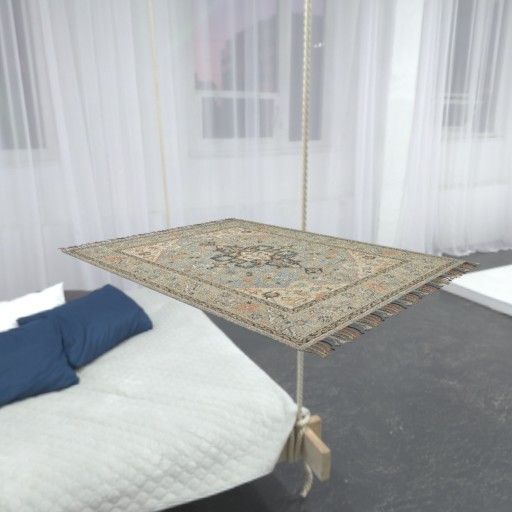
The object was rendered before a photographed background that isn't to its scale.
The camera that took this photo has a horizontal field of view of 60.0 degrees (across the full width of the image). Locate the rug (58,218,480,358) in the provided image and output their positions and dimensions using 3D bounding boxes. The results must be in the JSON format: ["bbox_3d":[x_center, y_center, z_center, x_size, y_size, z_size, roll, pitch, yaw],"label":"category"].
[{"bbox_3d":[0.000,0.000,4.132,3.221,0.011,2.379,14,21,42],"label":"rug"}]
